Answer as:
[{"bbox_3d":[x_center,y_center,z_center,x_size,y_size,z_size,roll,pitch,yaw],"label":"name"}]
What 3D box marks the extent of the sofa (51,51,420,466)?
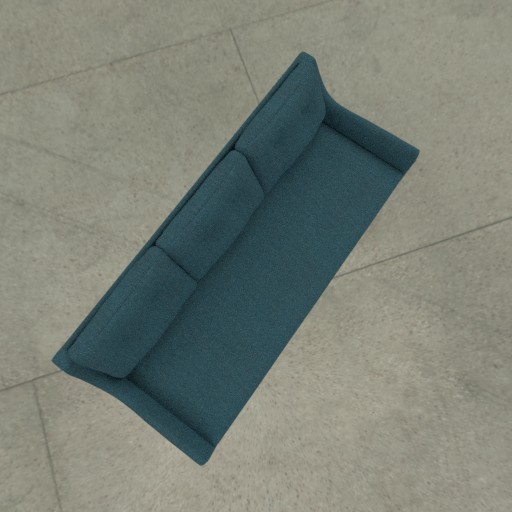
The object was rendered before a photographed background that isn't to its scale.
[{"bbox_3d":[0.000,0.000,2.474,0.849,0.837,2.060,35,79,8],"label":"sofa"}]
